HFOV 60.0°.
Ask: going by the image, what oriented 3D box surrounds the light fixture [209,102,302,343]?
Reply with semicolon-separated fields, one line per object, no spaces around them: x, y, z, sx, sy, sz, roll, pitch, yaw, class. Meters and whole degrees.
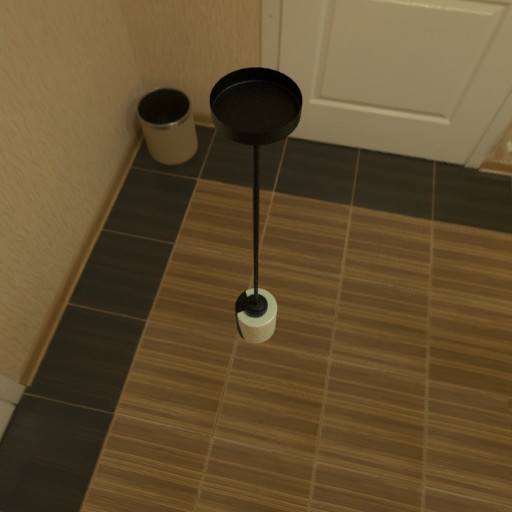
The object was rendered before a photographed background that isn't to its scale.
0.000;0.000;0.963;0.123;0.863;0.123;-15;62;-8;light fixture
